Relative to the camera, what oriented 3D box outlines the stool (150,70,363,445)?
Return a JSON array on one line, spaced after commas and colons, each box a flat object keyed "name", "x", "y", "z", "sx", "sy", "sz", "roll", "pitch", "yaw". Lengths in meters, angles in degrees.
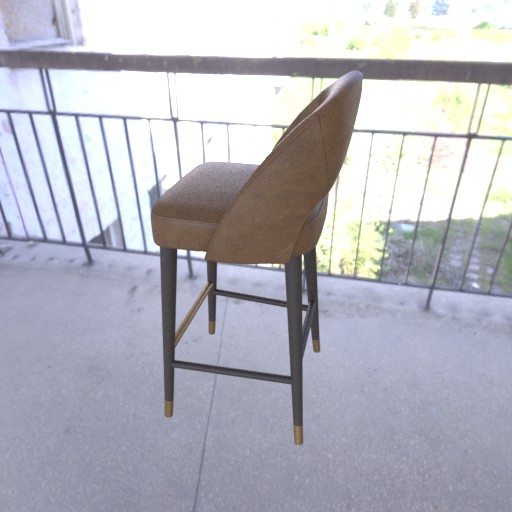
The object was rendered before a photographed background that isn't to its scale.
[{"name": "stool", "x": 0.000, "y": 0.000, "z": 1.326, "sx": 0.509, "sy": 1.037, "sz": 0.494, "roll": 7, "pitch": 31, "yaw": 12}]
